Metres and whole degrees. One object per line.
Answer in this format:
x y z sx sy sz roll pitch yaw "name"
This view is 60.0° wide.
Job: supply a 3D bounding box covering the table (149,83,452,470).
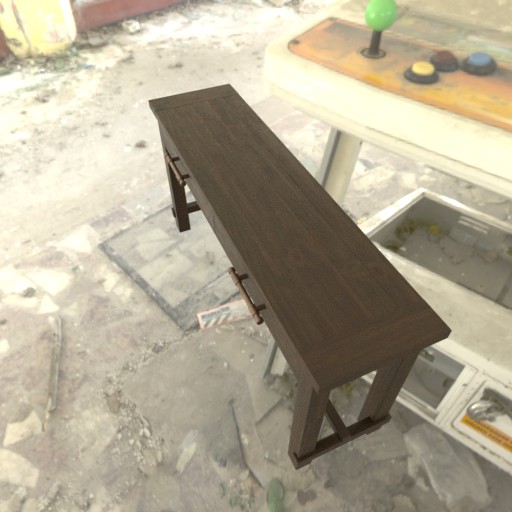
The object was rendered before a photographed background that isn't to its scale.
0.000 0.000 1.911 0.442 0.762 1.599 -18 49 -17 "table"
